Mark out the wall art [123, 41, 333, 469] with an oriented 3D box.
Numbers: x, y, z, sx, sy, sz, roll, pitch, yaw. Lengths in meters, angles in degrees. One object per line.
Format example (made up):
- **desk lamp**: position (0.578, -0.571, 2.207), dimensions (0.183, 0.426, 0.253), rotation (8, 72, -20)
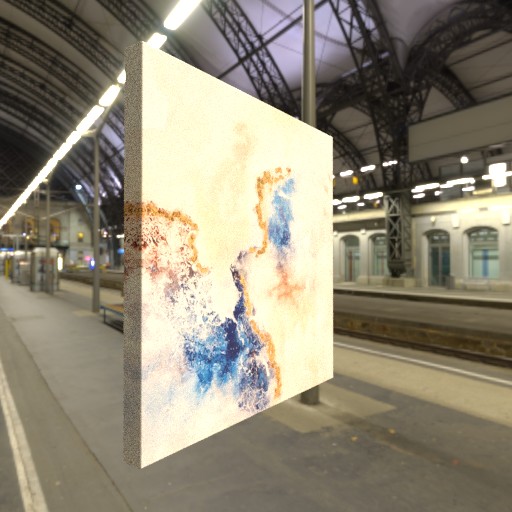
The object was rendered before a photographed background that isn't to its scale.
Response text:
- **wall art**: position (0.000, 0.000, 1.544), dimensions (0.071, 1.061, 1.061), rotation (0, -1, 36)
